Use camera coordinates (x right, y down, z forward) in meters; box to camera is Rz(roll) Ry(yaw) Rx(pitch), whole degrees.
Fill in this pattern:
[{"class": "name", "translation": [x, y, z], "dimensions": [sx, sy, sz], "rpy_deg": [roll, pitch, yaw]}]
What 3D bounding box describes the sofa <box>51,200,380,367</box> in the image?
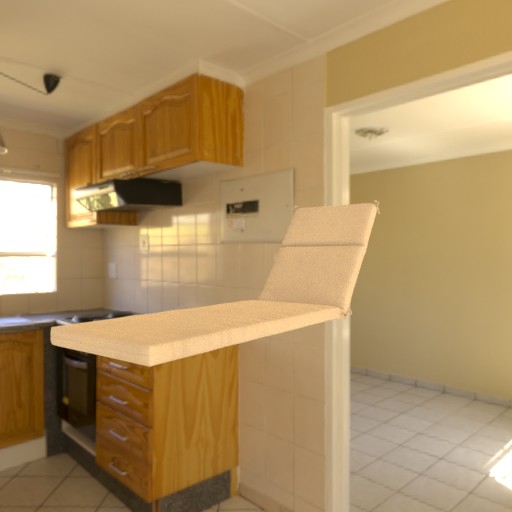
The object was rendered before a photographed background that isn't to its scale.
[{"class": "sofa", "translation": [0.000, 0.000, 2.008], "dimensions": [0.582, 0.622, 1.663], "rpy_deg": [0, 0, 36]}]
